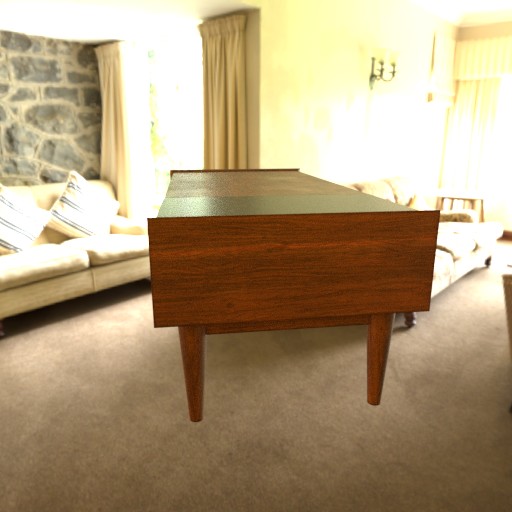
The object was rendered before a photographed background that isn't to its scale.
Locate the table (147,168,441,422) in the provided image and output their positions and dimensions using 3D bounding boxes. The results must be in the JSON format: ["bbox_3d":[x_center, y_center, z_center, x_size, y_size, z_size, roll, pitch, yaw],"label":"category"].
[{"bbox_3d":[0.000,0.000,1.547,0.610,0.508,1.221,-2,15,-8],"label":"table"}]
